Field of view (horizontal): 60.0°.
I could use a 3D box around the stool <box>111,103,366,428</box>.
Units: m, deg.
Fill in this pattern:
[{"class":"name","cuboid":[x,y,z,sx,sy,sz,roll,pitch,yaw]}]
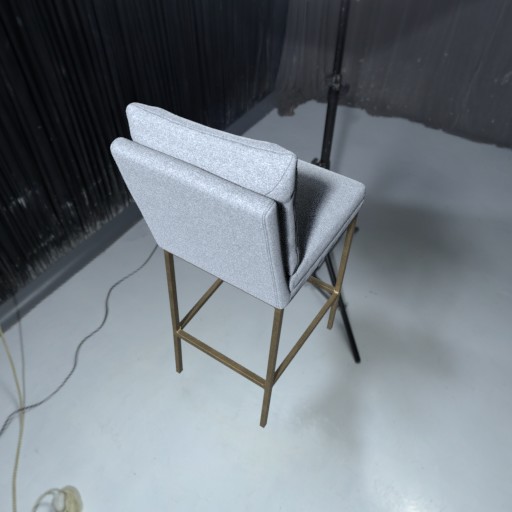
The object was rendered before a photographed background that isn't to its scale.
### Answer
[{"class":"stool","cuboid":[0.000,0.000,1.439,0.463,1.130,0.569,26,52,22]}]
